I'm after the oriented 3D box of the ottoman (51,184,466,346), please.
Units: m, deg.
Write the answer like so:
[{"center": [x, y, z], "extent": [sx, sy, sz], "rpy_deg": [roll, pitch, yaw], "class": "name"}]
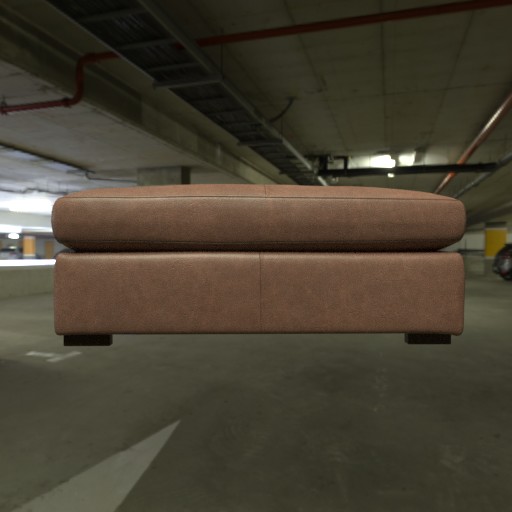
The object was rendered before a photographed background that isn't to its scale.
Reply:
[{"center": [0.000, 0.000, 1.762], "extent": [1.168, 0.490, 1.168], "rpy_deg": [0, 0, -1], "class": "ottoman"}]
